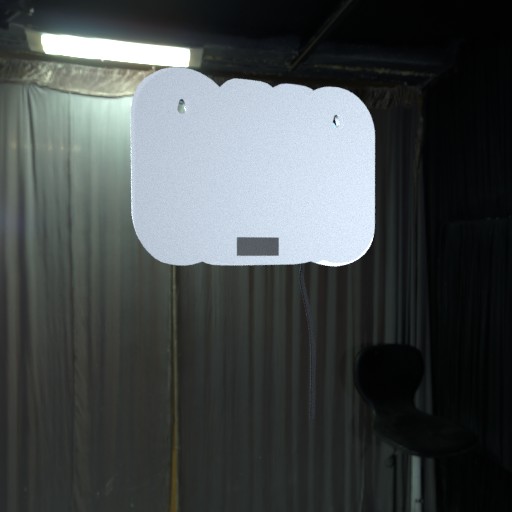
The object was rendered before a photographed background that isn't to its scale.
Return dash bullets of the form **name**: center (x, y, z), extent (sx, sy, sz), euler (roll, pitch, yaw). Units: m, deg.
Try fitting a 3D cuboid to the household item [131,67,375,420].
- **household item**: center (0.000, 0.000, 0.388), extent (0.211, 0.294, 0.042), euler (0, 1, -18)
